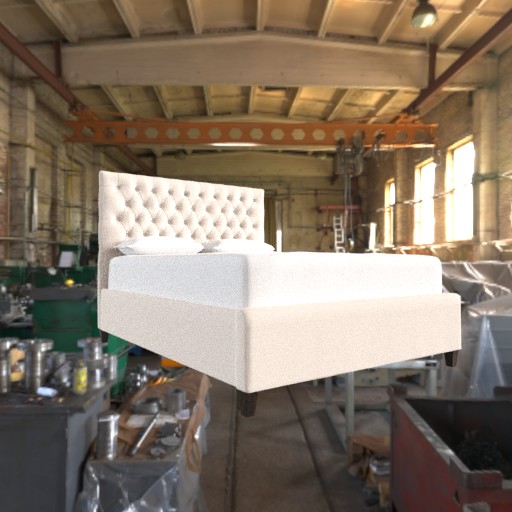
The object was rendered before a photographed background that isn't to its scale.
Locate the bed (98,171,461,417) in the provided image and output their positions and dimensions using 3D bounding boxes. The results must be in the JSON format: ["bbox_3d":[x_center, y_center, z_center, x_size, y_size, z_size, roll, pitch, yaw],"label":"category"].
[{"bbox_3d":[0.000,0.000,3.277,1.696,1.426,2.233,0,-1,-35],"label":"bed"}]
